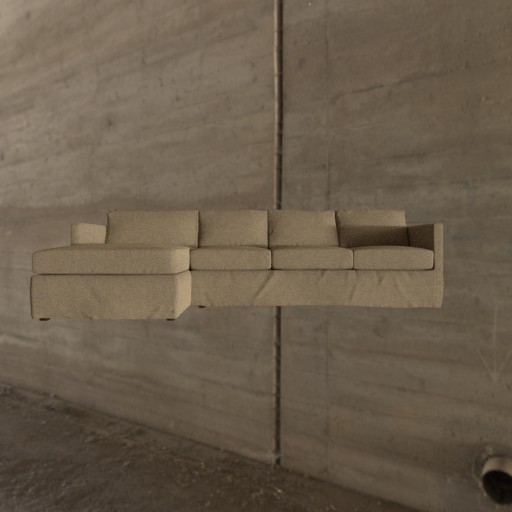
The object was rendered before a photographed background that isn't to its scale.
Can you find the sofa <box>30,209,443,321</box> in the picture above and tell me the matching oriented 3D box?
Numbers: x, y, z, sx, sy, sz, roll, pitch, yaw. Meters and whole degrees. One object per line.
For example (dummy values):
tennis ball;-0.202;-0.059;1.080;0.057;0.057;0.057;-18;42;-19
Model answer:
sofa;0.000;0.000;3.868;3.198;0.920;1.638;0;1;0
